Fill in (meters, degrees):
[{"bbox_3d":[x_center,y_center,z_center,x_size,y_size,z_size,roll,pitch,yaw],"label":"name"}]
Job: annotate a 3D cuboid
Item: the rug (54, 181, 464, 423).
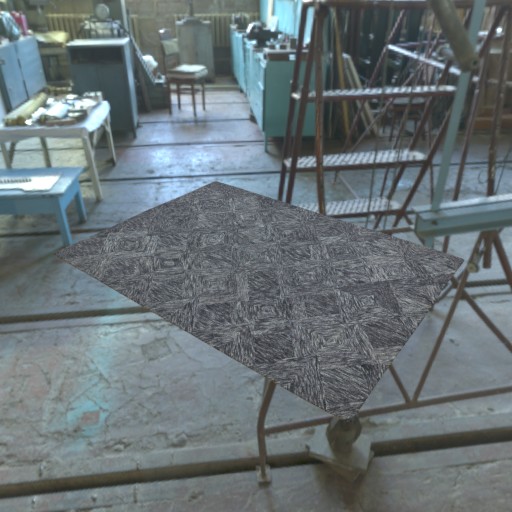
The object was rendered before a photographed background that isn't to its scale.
[{"bbox_3d":[0.000,0.000,5.423,4.093,0.020,2.997,22,38,31],"label":"rug"}]
